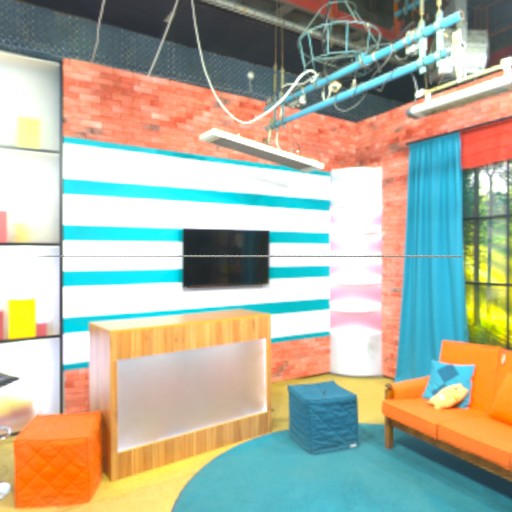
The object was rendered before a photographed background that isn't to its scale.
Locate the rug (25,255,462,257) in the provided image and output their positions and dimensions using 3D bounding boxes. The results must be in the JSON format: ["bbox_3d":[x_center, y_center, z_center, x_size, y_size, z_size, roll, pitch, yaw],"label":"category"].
[{"bbox_3d":[0.000,0.000,2.321,1.828,0.005,1.219,0,0,18],"label":"rug"}]
